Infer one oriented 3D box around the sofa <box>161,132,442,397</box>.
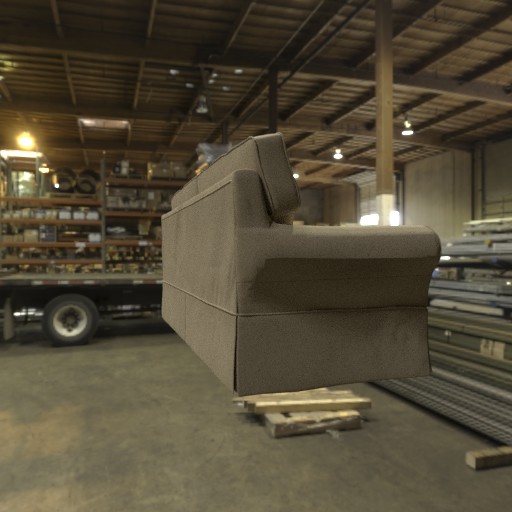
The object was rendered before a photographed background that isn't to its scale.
[{"bbox_3d":[0.000,0.000,2.733,0.900,1.014,2.246,0,0,-19],"label":"sofa"}]
